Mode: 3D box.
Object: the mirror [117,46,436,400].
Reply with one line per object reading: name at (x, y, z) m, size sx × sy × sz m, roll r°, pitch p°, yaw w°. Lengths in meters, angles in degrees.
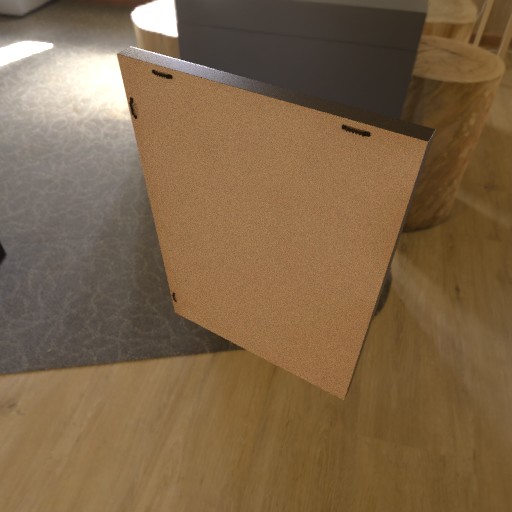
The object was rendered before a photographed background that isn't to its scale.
mirror at (0.000, 0.000, 0.897) m, size 0.507 × 0.710 × 0.039 m, roll 23°, pitch 51°, yaw 20°
